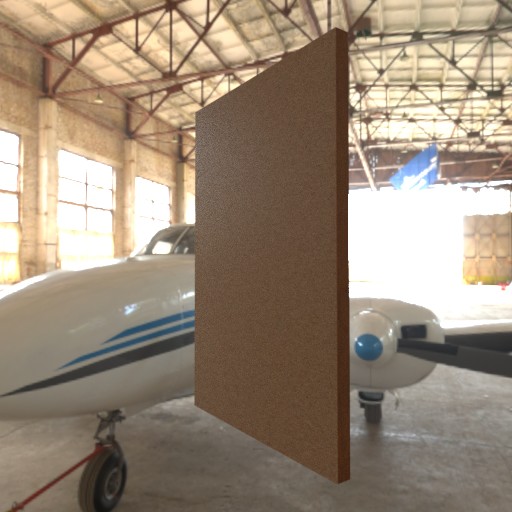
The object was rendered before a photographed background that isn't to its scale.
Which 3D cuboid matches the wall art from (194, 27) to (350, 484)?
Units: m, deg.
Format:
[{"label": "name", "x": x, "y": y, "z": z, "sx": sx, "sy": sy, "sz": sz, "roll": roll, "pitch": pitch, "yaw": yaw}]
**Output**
[{"label": "wall art", "x": 0.000, "y": 0.000, "z": 1.144, "sx": 0.037, "sy": 0.914, "sz": 0.610, "roll": 1, "pitch": -2, "yaw": -35}]
